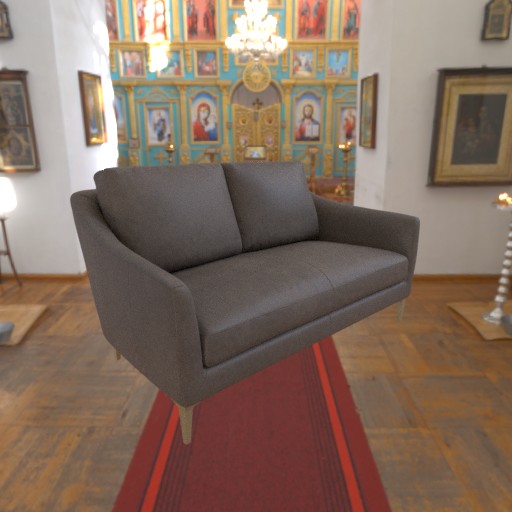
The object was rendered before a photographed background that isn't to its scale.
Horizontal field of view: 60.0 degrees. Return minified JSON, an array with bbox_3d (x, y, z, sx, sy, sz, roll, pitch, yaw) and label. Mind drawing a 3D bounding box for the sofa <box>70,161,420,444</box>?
[{"bbox_3d":[0.000,0.000,2.217,1.619,0.902,0.960,-14,20,-43],"label":"sofa"}]
